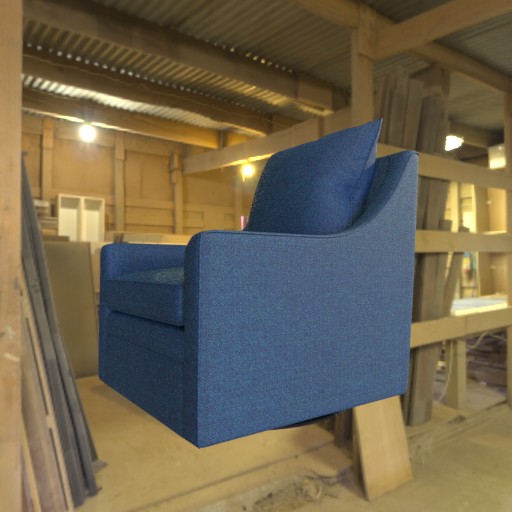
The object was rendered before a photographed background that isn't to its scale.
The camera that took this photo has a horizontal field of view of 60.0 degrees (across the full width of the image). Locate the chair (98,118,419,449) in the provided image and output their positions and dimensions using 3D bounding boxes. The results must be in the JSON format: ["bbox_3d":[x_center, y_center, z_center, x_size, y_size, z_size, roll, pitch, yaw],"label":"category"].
[{"bbox_3d":[0.000,0.000,1.545,0.870,0.939,0.750,1,-2,-36],"label":"chair"}]
